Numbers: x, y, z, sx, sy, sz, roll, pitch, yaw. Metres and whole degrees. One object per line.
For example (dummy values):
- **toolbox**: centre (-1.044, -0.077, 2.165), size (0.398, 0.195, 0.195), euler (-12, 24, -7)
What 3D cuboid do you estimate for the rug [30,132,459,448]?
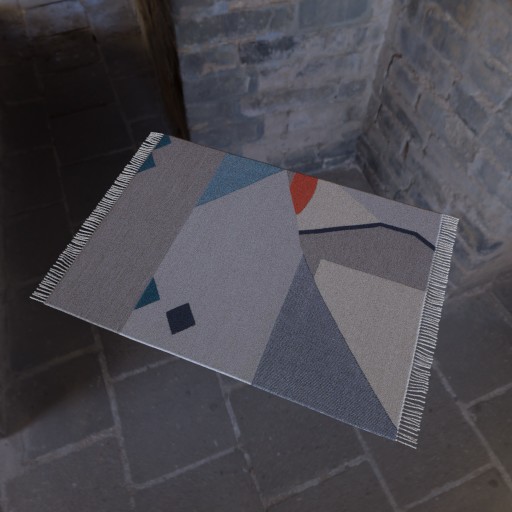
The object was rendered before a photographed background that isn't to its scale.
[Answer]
- **rug**: centre (0.000, 0.000, 2.214), size (1.828, 0.005, 1.220), euler (18, 60, 11)
